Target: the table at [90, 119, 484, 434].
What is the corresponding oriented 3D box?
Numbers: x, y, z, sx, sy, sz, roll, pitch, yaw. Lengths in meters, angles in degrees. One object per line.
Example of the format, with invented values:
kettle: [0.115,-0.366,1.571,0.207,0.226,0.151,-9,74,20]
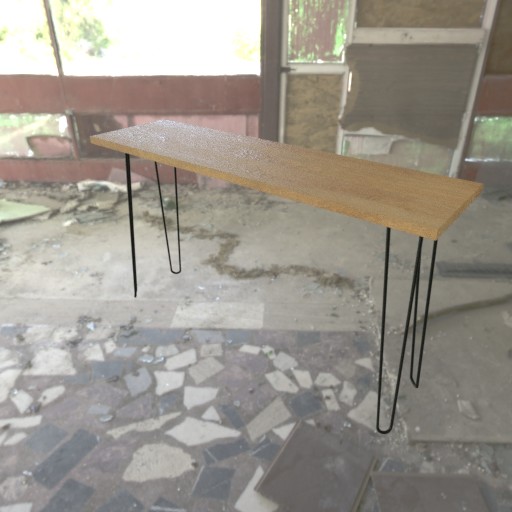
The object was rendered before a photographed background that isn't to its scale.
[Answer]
table: [0.000,0.000,1.744,1.400,0.799,0.399,21,35,33]
